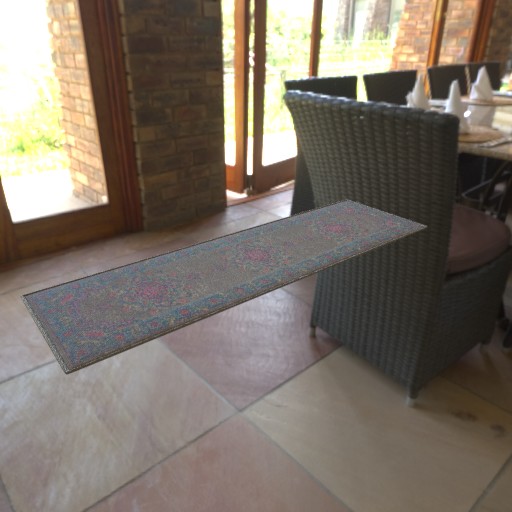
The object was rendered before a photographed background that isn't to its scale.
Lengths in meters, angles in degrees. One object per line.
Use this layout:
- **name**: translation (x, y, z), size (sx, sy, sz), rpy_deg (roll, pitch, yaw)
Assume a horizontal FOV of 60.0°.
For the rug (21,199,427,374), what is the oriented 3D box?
- **rug**: translation (0.000, 0.000, 1.981), size (1.827, 0.012, 0.553), rpy_deg (-19, 32, -34)
